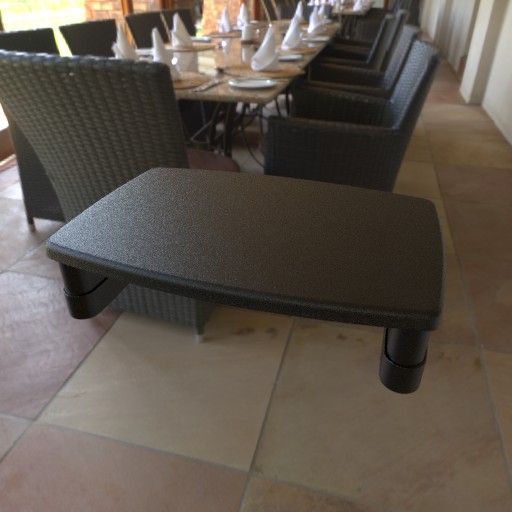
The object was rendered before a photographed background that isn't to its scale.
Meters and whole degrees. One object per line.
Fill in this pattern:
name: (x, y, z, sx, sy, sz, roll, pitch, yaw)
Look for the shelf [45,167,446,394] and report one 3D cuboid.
shelf: (0.000, 0.000, 0.530, 0.410, 0.100, 0.280, 9, 33, 15)
